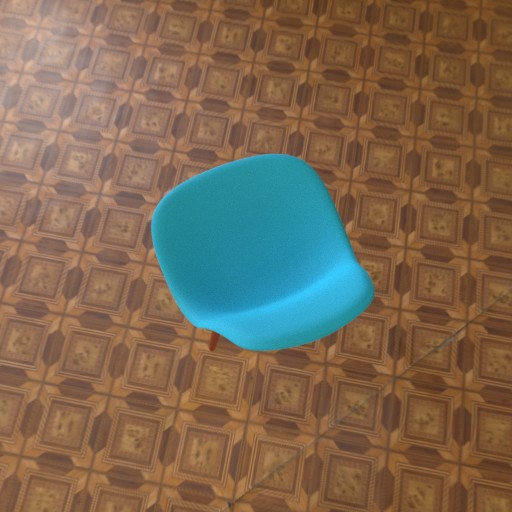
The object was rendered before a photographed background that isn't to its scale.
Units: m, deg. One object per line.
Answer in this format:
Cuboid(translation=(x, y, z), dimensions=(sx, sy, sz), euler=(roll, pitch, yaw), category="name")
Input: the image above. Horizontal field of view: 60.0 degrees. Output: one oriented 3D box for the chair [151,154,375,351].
Cuboid(translation=(0.000, 0.000, 1.150), dimensions=(0.470, 0.826, 0.533), euler=(-21, 76, -6), category="chair")
